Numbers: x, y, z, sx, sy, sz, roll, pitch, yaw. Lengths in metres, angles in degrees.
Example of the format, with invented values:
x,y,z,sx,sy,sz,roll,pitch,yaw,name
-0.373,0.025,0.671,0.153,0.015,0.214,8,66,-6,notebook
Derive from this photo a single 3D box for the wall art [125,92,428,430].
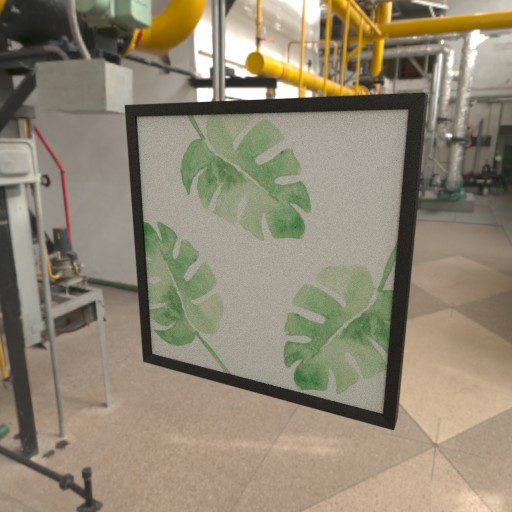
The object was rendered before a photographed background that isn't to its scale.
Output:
x,y,z,sx,sy,sz,roll,pitch,yaw,name
0.000,0.000,0.764,0.508,0.508,0.036,7,16,25,wall art
